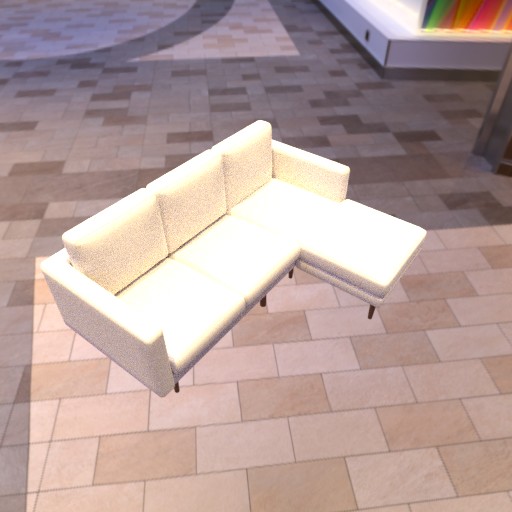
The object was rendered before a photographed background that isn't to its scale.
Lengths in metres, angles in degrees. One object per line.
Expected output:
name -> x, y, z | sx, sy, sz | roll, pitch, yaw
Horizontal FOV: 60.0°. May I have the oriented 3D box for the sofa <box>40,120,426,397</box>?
sofa -> 0.000, 0.000, 2.899 | 1.580, 0.899, 2.029 | 27, 48, 27
